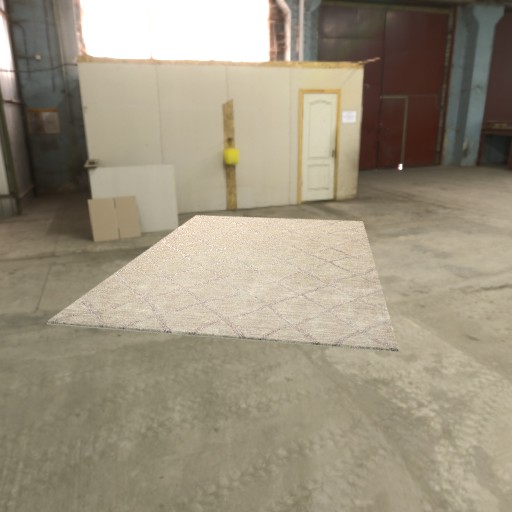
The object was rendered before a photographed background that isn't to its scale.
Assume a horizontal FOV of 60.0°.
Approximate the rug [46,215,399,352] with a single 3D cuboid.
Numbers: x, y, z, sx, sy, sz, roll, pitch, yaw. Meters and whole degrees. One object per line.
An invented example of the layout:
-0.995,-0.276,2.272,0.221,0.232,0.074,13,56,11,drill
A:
0.000,0.000,2.934,1.521,0.015,2.280,3,18,9,rug
